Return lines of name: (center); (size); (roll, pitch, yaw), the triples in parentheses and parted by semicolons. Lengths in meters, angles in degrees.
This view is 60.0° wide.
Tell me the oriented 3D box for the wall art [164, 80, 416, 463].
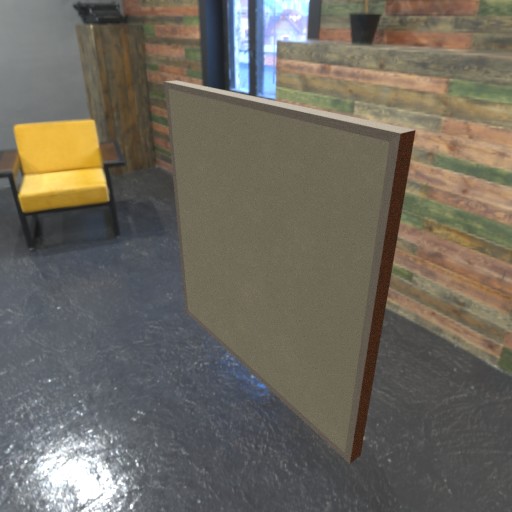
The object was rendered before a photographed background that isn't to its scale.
wall art: (0.000, 0.000, 1.123); (0.038, 0.758, 0.761); (-20, 34, -33)
